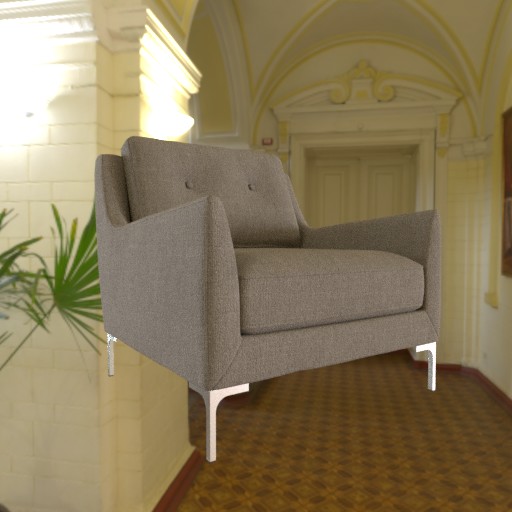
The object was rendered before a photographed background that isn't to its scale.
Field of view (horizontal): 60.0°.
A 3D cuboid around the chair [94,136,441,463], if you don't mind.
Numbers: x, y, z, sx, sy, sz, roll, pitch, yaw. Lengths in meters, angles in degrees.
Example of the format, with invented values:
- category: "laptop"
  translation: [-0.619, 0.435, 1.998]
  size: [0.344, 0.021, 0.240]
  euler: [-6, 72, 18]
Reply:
- category: "chair"
  translation: [0.000, 0.000, 1.469]
  size: [0.847, 0.828, 0.849]
  euler: [-1, 3, -34]
